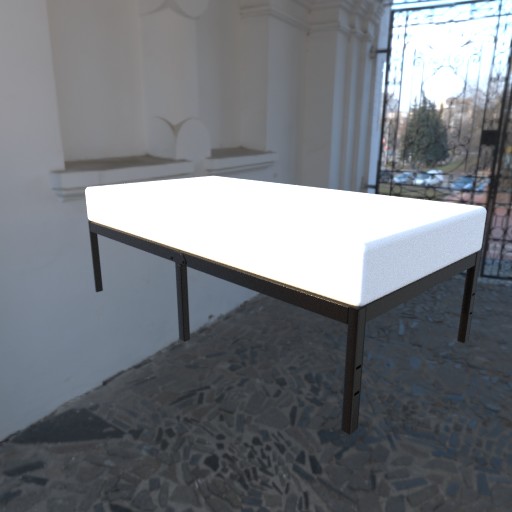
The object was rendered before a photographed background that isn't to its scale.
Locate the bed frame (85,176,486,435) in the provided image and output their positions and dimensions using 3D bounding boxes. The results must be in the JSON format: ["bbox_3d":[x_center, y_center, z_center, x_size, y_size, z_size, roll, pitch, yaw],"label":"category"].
[{"bbox_3d":[0.000,0.000,2.407,1.023,0.659,1.950,-15,22,-42],"label":"bed frame"}]
